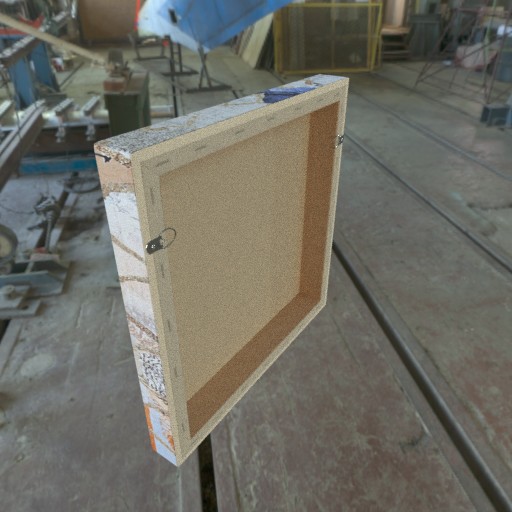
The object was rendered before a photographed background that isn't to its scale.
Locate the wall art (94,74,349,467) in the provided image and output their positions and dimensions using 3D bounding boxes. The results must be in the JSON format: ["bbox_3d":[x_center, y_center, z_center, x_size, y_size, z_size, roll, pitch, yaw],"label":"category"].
[{"bbox_3d":[0.000,0.000,0.450,0.036,0.304,0.303,20,37,29],"label":"wall art"}]
